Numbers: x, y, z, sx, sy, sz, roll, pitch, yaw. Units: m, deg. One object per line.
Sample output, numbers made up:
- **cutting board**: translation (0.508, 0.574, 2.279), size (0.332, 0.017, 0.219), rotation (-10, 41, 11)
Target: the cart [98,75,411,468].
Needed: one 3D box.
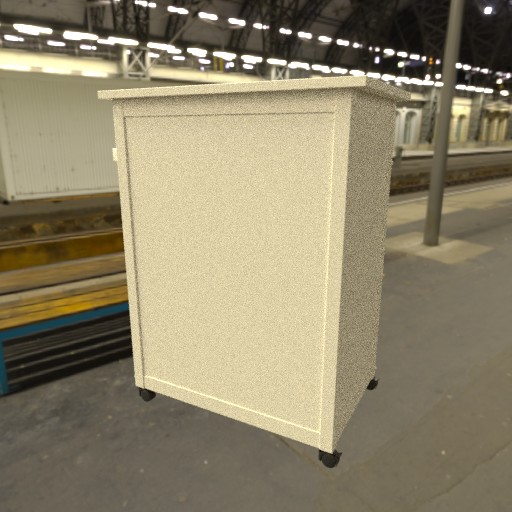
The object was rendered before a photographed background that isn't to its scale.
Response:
- **cart**: translation (0.000, 0.000, 1.244), size (0.683, 0.864, 0.442), rotation (8, 18, 27)
